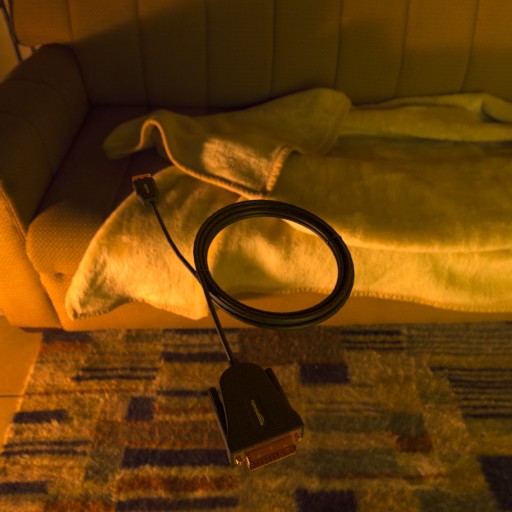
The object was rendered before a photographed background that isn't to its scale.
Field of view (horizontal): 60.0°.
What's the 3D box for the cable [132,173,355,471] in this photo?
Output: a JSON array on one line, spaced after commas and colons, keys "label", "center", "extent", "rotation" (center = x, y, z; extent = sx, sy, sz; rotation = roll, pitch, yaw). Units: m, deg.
[{"label": "cable", "center": [0.000, 0.000, 0.327], "extent": [0.136, 0.015, 0.281], "rotation": [-15, 44, -16]}]
